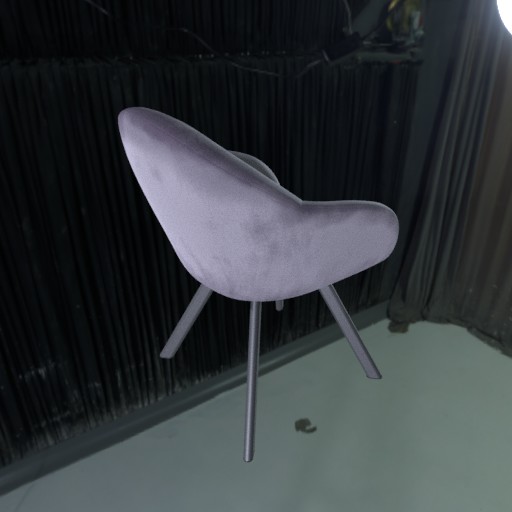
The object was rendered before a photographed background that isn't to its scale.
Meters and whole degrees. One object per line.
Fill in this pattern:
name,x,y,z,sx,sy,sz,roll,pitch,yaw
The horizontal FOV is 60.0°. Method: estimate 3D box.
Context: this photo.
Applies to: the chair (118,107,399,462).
chair,0.000,0.000,1.164,0.590,0.795,0.550,-19,33,-31
